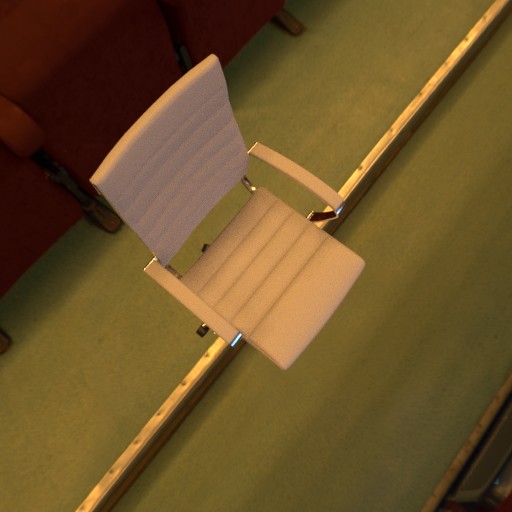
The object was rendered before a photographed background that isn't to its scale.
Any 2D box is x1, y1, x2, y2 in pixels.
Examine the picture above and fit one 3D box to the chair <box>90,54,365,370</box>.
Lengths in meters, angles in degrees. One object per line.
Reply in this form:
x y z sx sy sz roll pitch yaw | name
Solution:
0.000 0.000 1.543 0.667 1.149 0.679 38 78 9 | chair
